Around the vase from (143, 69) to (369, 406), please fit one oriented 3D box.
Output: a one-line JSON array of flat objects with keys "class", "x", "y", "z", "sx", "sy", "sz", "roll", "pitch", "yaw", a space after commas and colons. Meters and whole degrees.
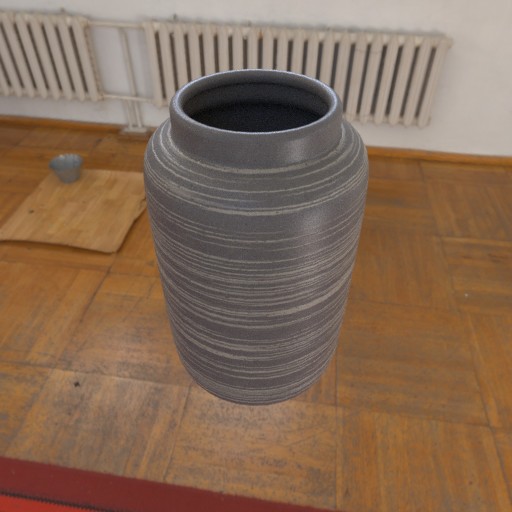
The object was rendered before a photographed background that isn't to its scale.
[{"class": "vase", "x": 0.000, "y": 0.000, "z": 0.686, "sx": 0.297, "sy": 0.499, "sz": 0.297, "roll": 0, "pitch": 41, "yaw": 0}]
